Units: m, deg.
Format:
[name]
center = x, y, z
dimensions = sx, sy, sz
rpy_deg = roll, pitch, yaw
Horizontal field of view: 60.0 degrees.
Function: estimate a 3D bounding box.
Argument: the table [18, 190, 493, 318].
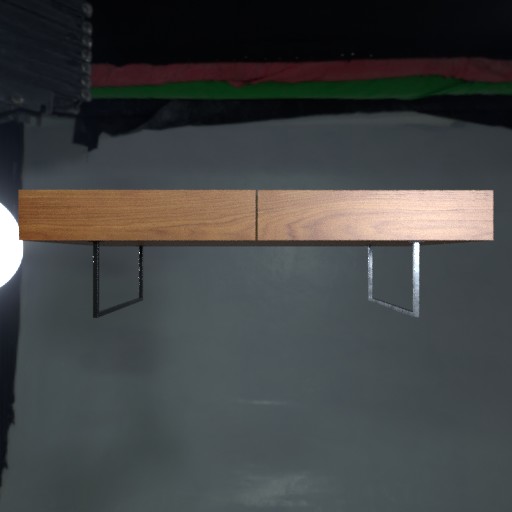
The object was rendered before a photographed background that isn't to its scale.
[table]
center = 0.000, 0.000, 1.419
dimensions = 1.194, 0.330, 0.610
rpy_deg = 0, 0, 0
